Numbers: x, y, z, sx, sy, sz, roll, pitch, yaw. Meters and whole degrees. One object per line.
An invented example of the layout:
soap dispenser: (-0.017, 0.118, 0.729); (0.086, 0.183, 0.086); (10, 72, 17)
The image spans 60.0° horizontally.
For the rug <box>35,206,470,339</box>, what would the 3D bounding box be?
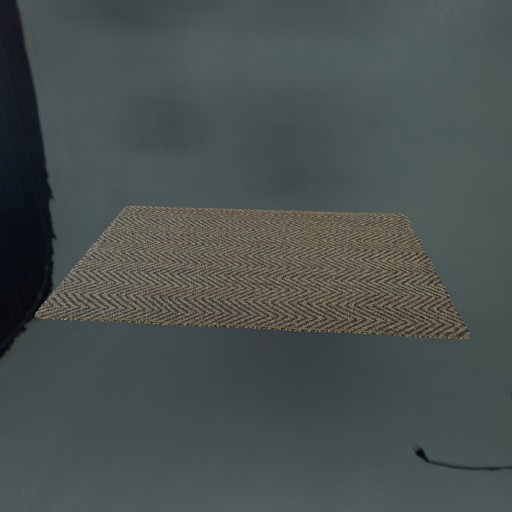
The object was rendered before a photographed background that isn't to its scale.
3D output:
rug: (0.000, 0.000, 2.361); (1.828, 0.008, 1.219); (2, 29, 4)
